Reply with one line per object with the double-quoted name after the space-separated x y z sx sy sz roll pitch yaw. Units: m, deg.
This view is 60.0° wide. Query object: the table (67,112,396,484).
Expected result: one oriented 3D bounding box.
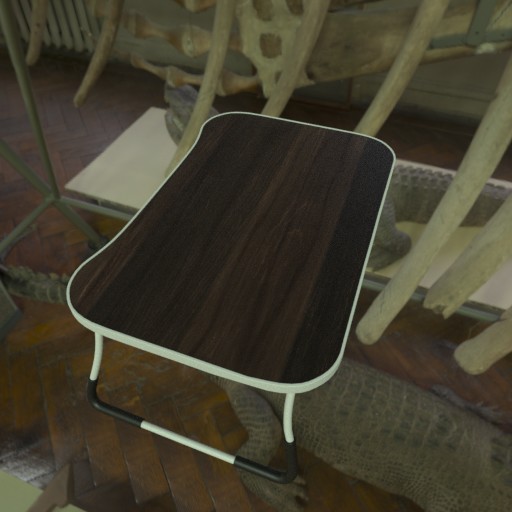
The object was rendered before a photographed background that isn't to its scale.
0.000 0.000 0.832 0.400 0.232 0.660 15 49 14 "table"
